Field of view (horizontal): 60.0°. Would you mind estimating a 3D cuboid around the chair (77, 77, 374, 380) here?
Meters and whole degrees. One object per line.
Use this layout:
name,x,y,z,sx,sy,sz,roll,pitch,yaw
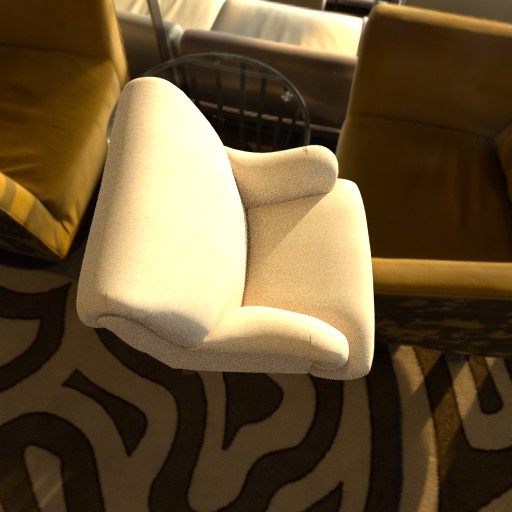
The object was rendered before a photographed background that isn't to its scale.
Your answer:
chair,0.000,0.000,1.536,0.842,0.944,0.766,2,65,1
